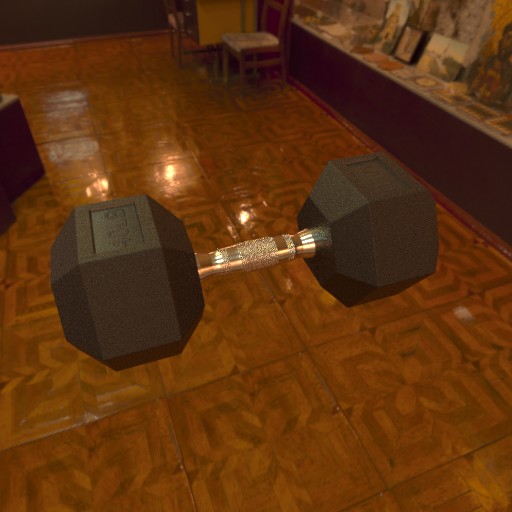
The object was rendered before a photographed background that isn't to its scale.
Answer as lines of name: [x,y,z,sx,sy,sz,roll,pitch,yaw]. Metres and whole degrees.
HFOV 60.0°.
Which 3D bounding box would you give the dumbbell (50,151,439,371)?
dumbbell: [0.000,0.000,0.439,0.361,0.137,0.157,-13,43,-14]
